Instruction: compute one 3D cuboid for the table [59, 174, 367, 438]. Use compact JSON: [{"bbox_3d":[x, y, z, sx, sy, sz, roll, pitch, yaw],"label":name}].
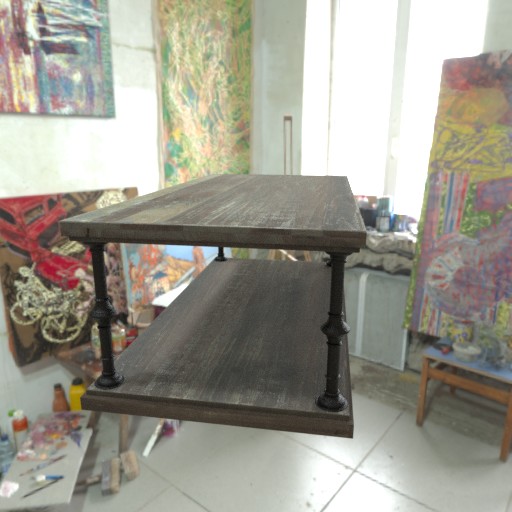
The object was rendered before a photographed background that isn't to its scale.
[{"bbox_3d":[0.000,0.000,1.344,0.554,0.399,1.088,3,15,9],"label":"table"}]
